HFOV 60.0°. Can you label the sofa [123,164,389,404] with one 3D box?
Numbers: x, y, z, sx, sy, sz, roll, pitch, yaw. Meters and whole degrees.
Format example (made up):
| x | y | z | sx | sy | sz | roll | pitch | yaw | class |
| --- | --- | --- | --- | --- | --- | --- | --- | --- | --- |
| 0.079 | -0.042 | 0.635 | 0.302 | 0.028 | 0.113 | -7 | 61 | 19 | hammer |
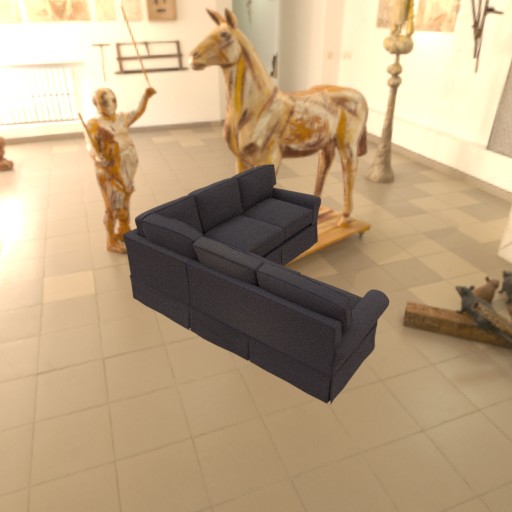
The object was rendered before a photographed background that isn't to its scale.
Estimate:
| x | y | z | sx | sy | sz | roll | pitch | yaw | class |
| --- | --- | --- | --- | --- | --- | --- | --- | --- | --- |
| 0.000 | 0.000 | 5.238 | 2.874 | 1.169 | 3.773 | -11 | 31 | -18 | sofa |
